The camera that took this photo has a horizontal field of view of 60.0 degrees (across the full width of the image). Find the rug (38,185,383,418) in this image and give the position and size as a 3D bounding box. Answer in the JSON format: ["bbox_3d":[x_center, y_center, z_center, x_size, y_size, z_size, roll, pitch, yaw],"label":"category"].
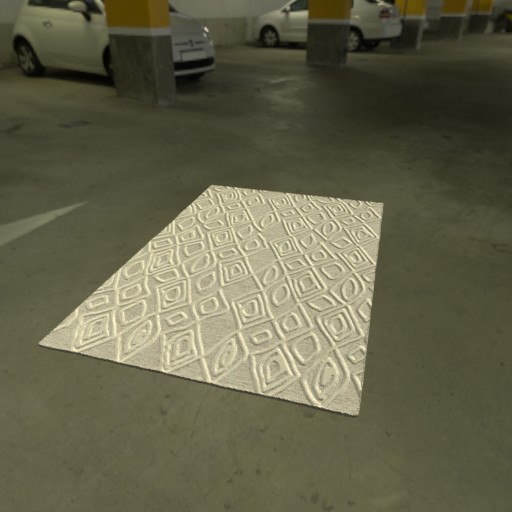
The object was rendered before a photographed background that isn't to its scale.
[{"bbox_3d":[0.000,0.000,2.321,1.224,0.016,1.832,8,30,14],"label":"rug"}]
